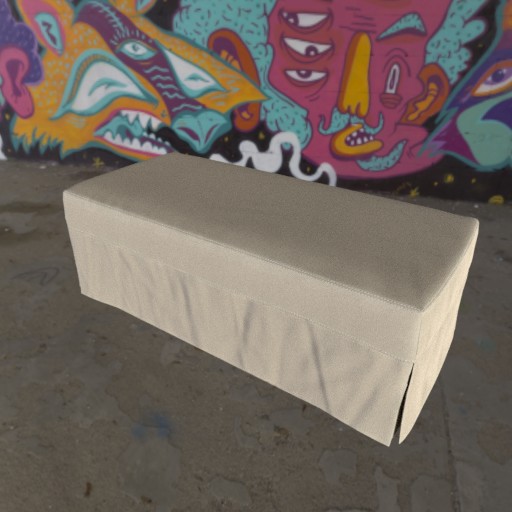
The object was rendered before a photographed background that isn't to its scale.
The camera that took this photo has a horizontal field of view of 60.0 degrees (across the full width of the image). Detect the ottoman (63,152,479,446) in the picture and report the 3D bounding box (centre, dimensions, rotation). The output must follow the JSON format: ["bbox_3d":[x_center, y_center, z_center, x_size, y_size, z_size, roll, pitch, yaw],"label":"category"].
[{"bbox_3d":[0.000,0.000,1.636,1.388,0.457,0.665,19,34,29],"label":"ottoman"}]
